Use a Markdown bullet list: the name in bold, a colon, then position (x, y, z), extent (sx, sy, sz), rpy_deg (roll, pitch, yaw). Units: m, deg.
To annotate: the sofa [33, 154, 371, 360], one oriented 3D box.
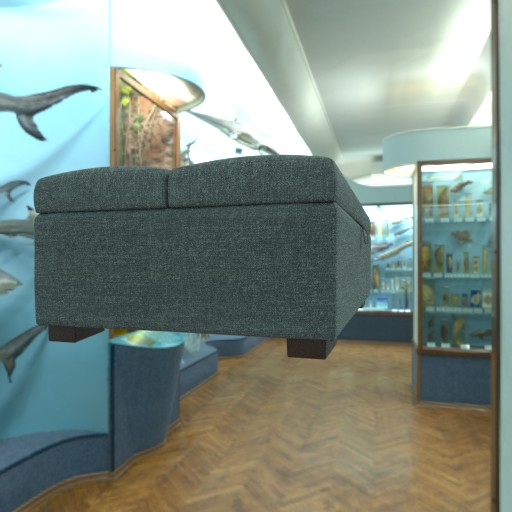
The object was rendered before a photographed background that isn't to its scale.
- **sofa**: position (0.000, 0.000, 1.531), extent (0.782, 0.417, 1.198), rpy_deg (0, -1, 18)
